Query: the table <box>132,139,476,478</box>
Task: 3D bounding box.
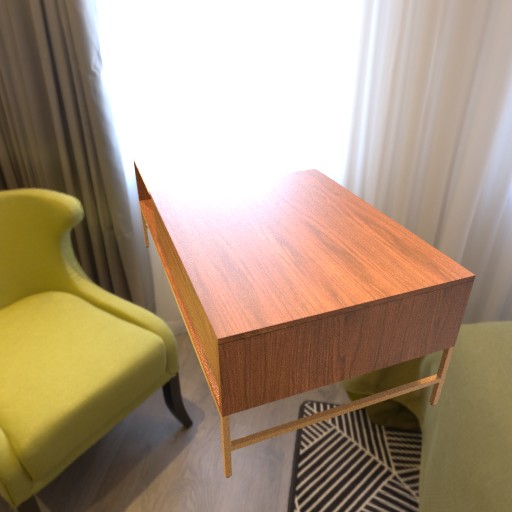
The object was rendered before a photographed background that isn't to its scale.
[{"bbox_3d":[0.000,0.000,1.947,0.789,0.551,1.553,-11,32,-18],"label":"table"}]
